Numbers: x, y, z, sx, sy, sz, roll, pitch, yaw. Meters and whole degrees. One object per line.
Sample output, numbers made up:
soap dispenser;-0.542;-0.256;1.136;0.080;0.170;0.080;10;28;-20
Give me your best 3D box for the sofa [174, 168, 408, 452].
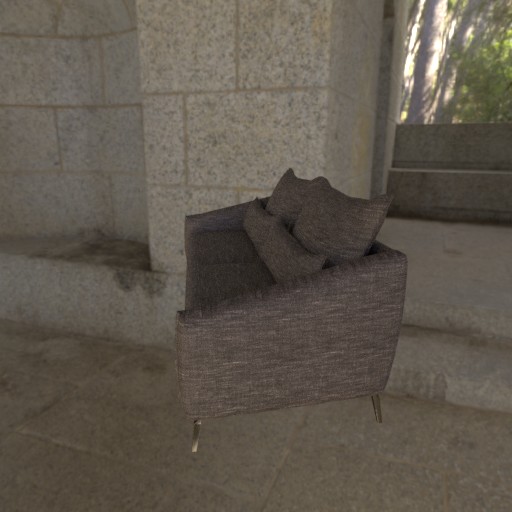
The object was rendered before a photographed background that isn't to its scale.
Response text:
sofa;0.000;0.000;2.403;0.807;0.843;2.019;-2;15;-8
